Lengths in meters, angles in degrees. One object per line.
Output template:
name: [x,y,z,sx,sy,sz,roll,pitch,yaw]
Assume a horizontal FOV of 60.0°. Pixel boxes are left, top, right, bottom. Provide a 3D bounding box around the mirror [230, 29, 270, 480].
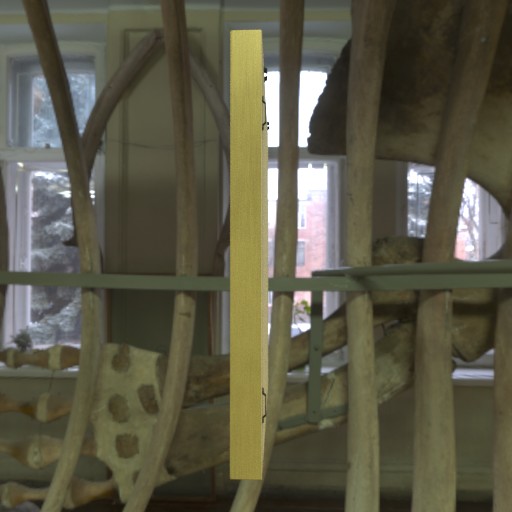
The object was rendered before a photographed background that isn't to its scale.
mirror: [0.000,0.000,0.702,0.041,0.508,0.405,0,-1,3]
